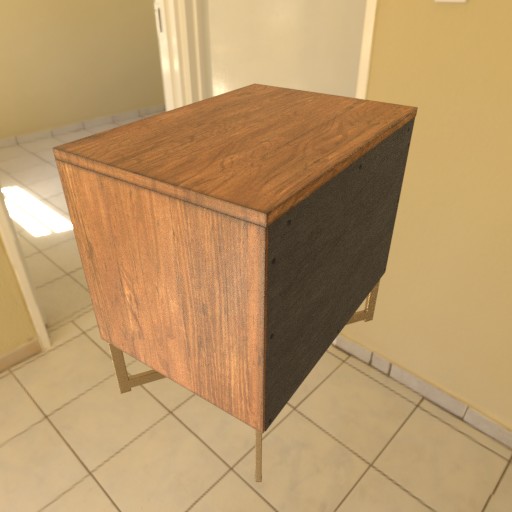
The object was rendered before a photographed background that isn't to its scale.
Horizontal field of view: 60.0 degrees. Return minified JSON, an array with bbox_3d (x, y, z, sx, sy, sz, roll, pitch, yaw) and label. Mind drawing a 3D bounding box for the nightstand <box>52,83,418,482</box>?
[{"bbox_3d":[0.000,0.000,1.028,0.446,0.610,0.610,20,38,28],"label":"nightstand"}]
